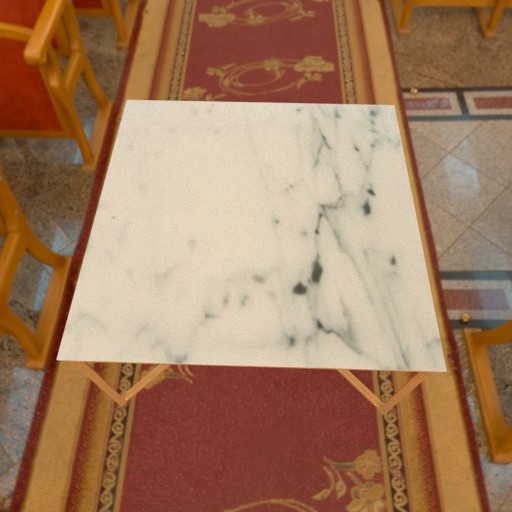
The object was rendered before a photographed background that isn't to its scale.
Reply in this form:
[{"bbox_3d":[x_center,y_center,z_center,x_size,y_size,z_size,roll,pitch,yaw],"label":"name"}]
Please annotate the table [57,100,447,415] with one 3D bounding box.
[{"bbox_3d":[0.000,0.000,1.307,0.800,0.450,0.800,1,59,1],"label":"table"}]
